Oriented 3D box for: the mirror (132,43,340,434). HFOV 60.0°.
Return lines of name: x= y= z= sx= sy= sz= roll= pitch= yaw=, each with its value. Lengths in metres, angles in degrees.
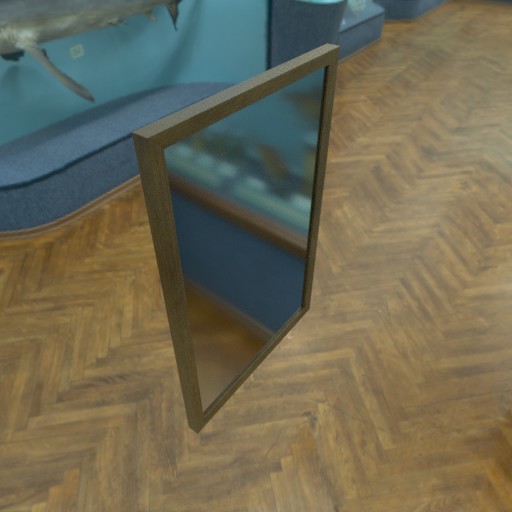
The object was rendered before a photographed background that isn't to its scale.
mirror: x=0.000 y=0.000 z=1.172 sx=0.040 sy=0.915 sz=0.609 roll=26 pitch=47 yaw=27
